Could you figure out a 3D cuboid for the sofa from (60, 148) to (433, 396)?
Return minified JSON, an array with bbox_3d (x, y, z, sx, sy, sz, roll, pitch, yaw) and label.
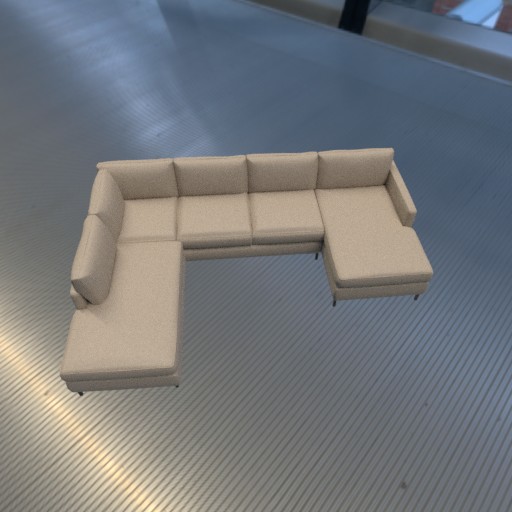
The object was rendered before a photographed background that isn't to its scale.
[{"bbox_3d":[0.000,0.000,3.547,2.737,0.756,1.879,-4,49,-3],"label":"sofa"}]
